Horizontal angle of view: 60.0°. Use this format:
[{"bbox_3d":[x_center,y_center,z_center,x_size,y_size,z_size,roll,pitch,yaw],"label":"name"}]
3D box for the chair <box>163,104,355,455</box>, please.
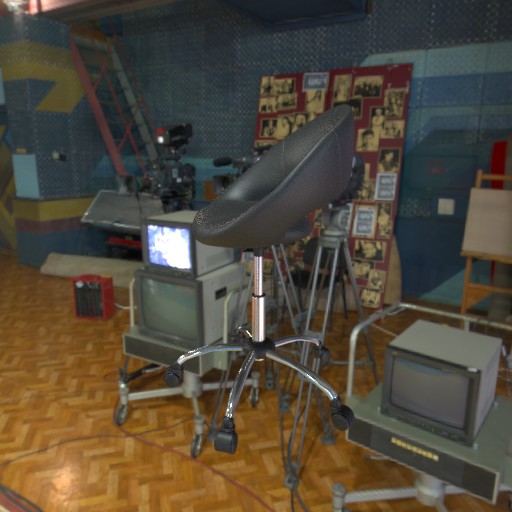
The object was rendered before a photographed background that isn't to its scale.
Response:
[{"bbox_3d":[0.000,0.000,1.213,0.538,0.791,0.612,-2,13,-9],"label":"chair"}]
